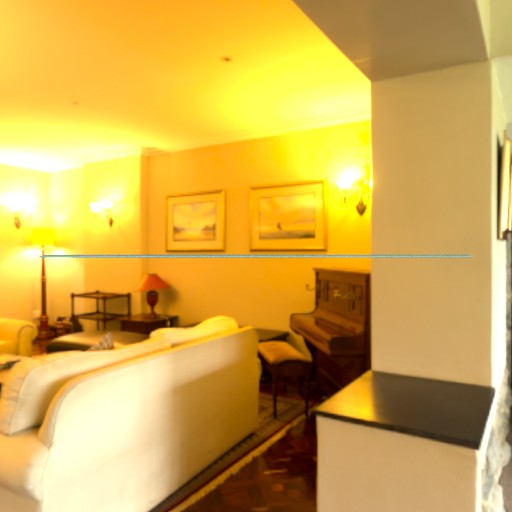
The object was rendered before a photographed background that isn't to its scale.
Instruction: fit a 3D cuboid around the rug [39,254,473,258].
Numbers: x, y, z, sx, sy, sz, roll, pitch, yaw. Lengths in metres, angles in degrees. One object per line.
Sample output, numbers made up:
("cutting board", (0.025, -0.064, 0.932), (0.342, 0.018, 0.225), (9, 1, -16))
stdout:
("rug", (0.000, 0.000, 1.470), (1.219, 0.007, 0.604), (0, 0, -18))
